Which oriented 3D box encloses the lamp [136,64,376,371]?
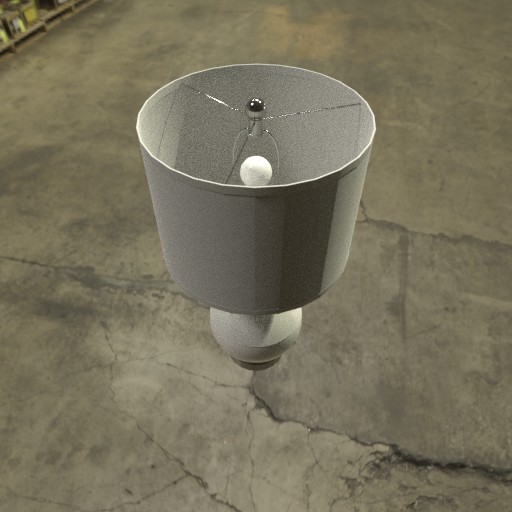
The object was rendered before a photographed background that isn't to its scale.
[{"bbox_3d":[0.000,0.000,0.894,0.357,0.673,0.357,10,47,9],"label":"lamp"}]
